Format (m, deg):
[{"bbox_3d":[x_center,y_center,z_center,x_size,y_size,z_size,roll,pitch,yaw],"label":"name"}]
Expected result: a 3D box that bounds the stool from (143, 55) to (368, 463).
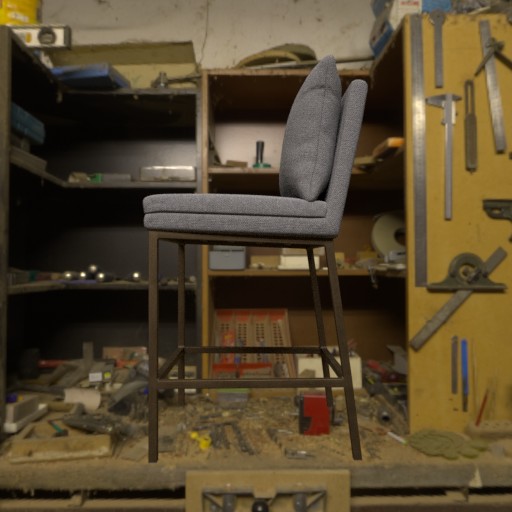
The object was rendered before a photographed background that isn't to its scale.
[{"bbox_3d":[0.000,0.000,1.327,0.569,1.031,0.463,0,0,0],"label":"stool"}]
